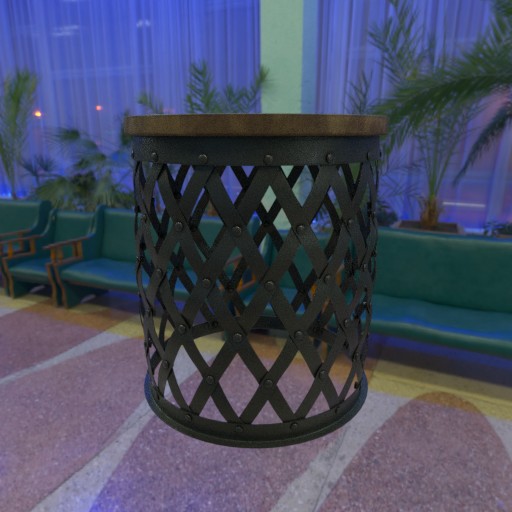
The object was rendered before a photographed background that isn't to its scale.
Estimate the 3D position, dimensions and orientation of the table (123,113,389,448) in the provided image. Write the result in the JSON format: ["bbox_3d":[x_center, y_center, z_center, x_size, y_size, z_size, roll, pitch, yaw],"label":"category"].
[{"bbox_3d":[0.000,0.000,0.763,0.405,0.454,0.405,0,16,0],"label":"table"}]
